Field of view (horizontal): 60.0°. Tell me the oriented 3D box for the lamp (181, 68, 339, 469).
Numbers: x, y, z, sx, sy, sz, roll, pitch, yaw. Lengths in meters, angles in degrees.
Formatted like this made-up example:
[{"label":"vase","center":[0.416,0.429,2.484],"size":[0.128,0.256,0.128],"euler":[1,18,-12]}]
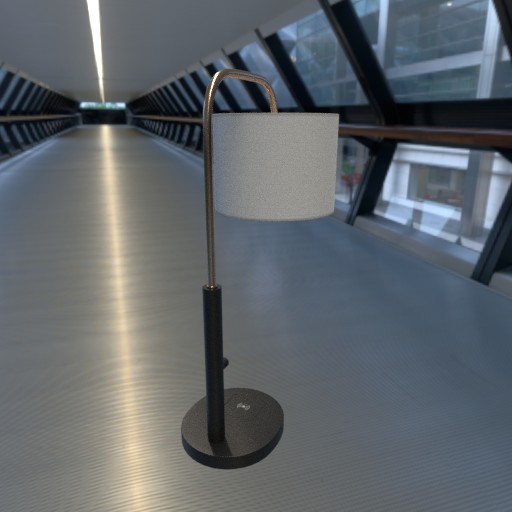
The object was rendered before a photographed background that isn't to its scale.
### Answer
[{"label":"lamp","center":[0.000,0.000,0.706],"size":[0.199,0.540,0.337],"euler":[8,18,25]}]
